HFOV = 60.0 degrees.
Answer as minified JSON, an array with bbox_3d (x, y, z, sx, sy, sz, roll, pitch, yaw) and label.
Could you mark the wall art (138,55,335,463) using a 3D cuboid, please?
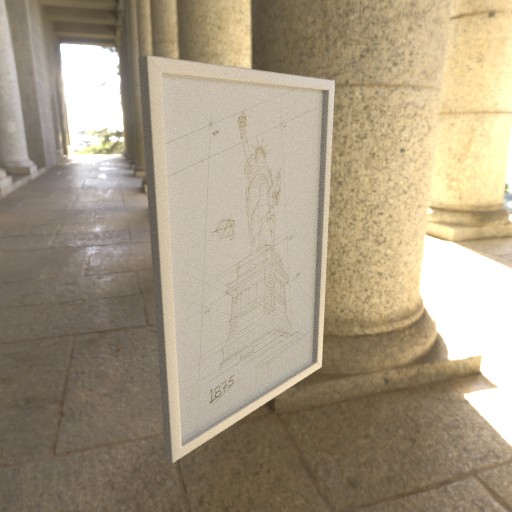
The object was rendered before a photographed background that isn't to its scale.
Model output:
[{"bbox_3d":[0.000,0.000,1.047,0.026,0.813,0.556,15,22,41],"label":"wall art"}]
